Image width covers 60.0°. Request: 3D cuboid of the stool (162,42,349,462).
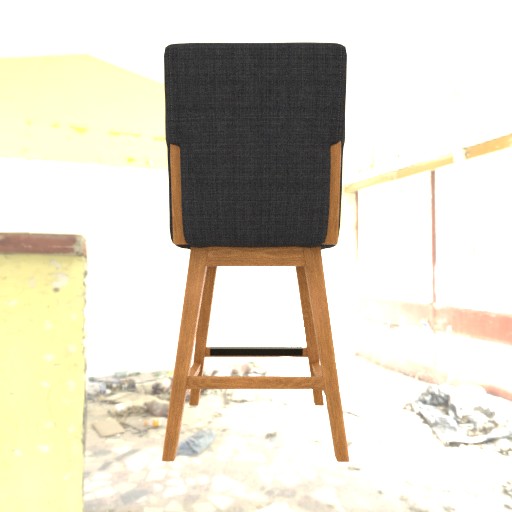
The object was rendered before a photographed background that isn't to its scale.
[{"bbox_3d":[0.000,0.000,1.286,0.459,1.010,0.526,0,-1,0],"label":"stool"}]
